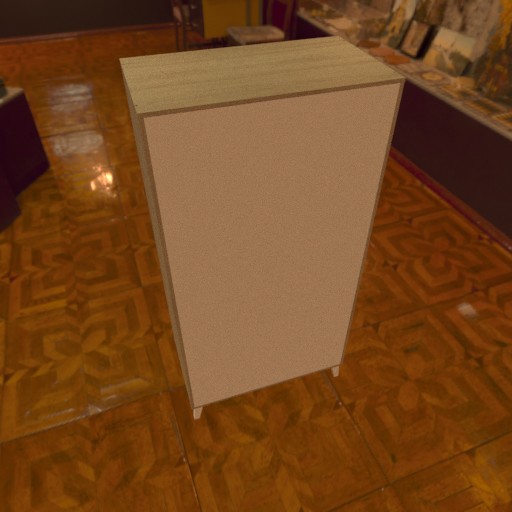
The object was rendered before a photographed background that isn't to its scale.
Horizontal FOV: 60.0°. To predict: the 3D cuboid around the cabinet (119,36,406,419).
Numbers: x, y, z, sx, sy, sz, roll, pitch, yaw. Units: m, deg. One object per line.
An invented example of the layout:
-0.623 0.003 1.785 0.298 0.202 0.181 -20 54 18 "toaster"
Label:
0.000 0.000 2.423 1.006 1.999 0.571 -13 43 -14 "cabinet"
